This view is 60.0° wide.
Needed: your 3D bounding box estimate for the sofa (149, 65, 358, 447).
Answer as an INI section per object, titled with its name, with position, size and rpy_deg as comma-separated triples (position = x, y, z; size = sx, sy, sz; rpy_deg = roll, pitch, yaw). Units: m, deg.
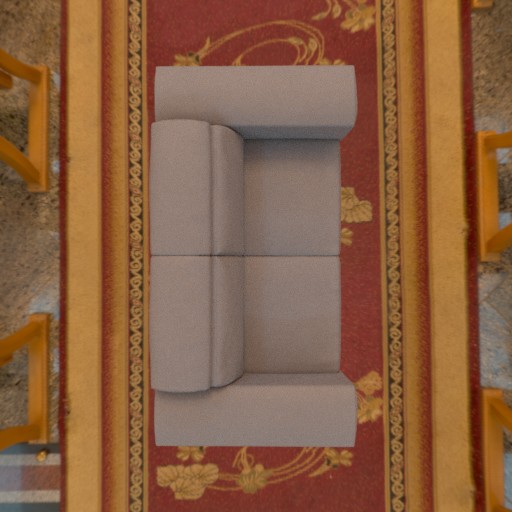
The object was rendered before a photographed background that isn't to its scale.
[sofa]
position = 0.000, 0.000, 2.401
size = 1.003, 0.779, 1.895
rpy_deg = 0, 90, 1
